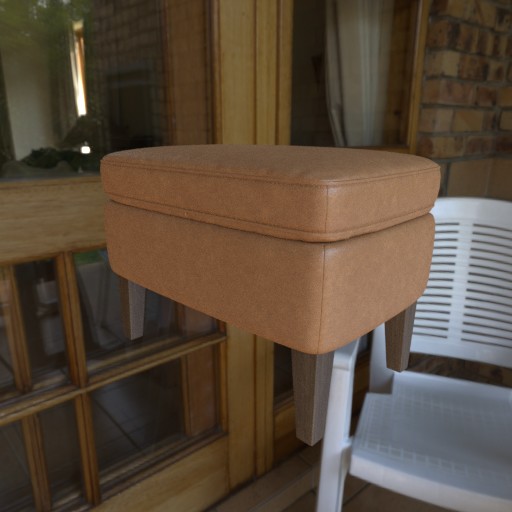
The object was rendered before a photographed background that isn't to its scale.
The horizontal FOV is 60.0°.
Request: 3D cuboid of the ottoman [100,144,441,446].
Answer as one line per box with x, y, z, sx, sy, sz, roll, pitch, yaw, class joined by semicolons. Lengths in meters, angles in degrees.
0.000;0.000;0.995;0.670;0.480;0.420;15;22;42;ottoman
